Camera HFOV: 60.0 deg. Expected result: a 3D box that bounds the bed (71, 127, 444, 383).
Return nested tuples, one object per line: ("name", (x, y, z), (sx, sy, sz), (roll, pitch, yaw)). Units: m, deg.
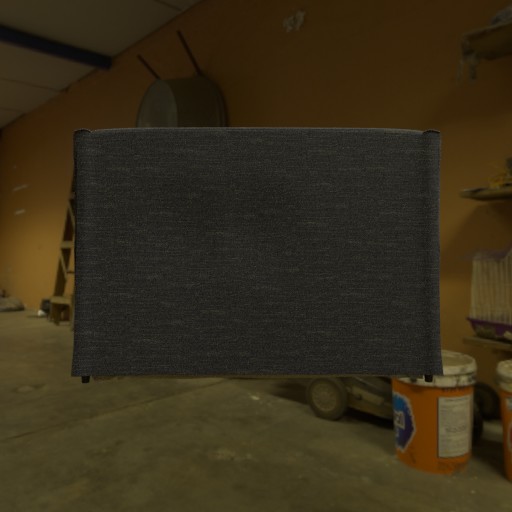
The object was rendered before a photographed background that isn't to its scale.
("bed", (0.000, 0.000, 3.400), (1.925, 1.332, 2.276), (0, 0, 0))
